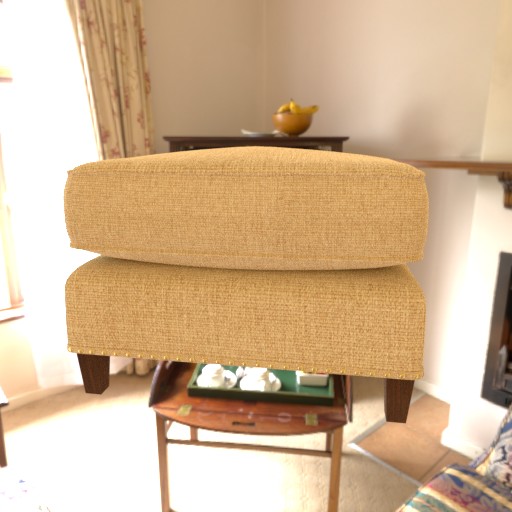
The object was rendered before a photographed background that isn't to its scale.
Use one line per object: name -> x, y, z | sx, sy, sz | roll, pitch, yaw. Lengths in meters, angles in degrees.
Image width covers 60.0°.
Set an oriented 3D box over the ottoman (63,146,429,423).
ottoman -> 0.000, 0.000, 1.117 | 0.738, 0.537, 0.589 | 2, 14, 9
